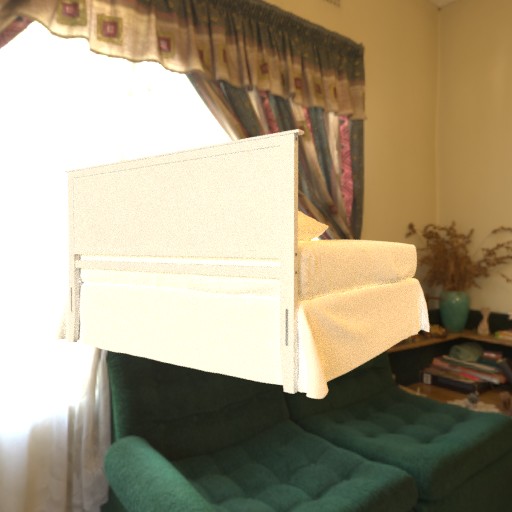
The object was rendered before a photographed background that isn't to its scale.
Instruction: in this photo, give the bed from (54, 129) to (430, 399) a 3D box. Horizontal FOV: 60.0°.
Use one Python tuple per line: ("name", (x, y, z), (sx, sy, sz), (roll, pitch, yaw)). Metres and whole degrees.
("bed", (0.000, 0.000, 3.577), (2.317, 1.273, 2.215), (1, 2, 36))
